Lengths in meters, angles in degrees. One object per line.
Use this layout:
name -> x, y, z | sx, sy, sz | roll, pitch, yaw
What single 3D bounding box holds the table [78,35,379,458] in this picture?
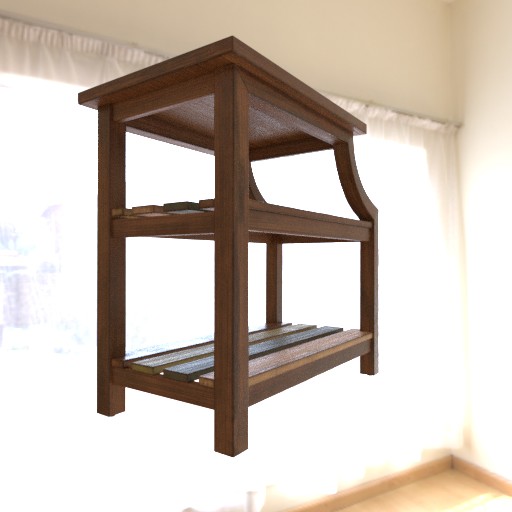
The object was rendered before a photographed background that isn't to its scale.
table -> 0.000, 0.000, 0.940 | 0.356, 0.584, 0.609 | 0, -1, 35
